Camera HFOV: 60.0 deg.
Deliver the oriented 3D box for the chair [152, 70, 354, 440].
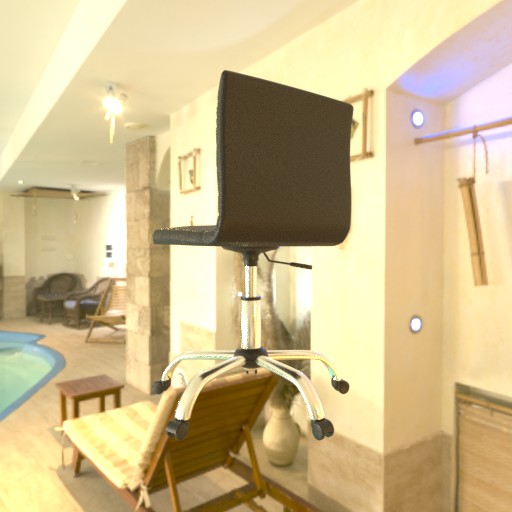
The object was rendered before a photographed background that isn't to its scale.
[{"bbox_3d":[0.000,0.000,1.150,0.556,0.780,0.530,-1,2,-36],"label":"chair"}]
